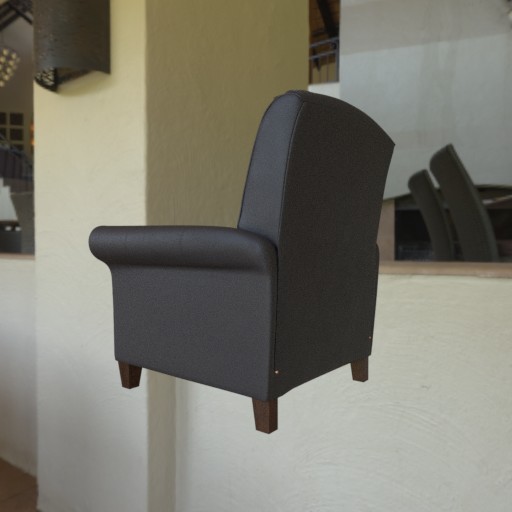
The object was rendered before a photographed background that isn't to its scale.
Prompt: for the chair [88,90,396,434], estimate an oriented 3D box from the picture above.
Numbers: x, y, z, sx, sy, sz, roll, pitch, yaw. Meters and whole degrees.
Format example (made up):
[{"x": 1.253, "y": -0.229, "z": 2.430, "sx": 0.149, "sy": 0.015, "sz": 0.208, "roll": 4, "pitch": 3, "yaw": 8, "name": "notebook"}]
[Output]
[{"x": 0.000, "y": 0.000, "z": 1.811, "sx": 0.902, "sy": 1.061, "sz": 0.978, "roll": 1, "pitch": 1, "yaw": 38, "name": "chair"}]
